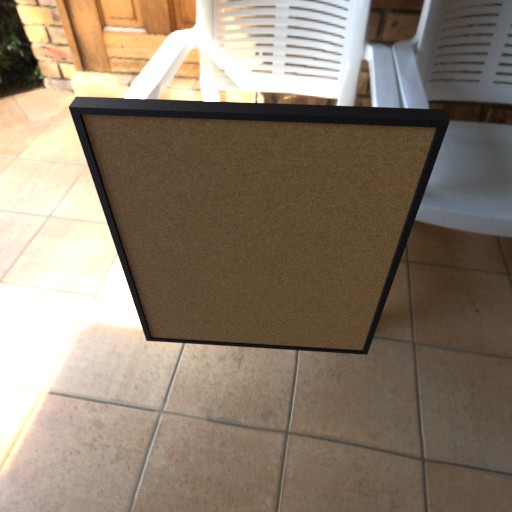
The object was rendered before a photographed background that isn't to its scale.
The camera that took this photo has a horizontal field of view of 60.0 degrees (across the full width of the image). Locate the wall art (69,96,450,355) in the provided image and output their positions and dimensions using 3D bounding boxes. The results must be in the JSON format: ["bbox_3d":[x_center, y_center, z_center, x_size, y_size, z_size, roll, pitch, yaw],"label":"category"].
[{"bbox_3d":[0.000,0.000,0.529,0.330,0.381,0.019,3,47,3],"label":"wall art"}]
